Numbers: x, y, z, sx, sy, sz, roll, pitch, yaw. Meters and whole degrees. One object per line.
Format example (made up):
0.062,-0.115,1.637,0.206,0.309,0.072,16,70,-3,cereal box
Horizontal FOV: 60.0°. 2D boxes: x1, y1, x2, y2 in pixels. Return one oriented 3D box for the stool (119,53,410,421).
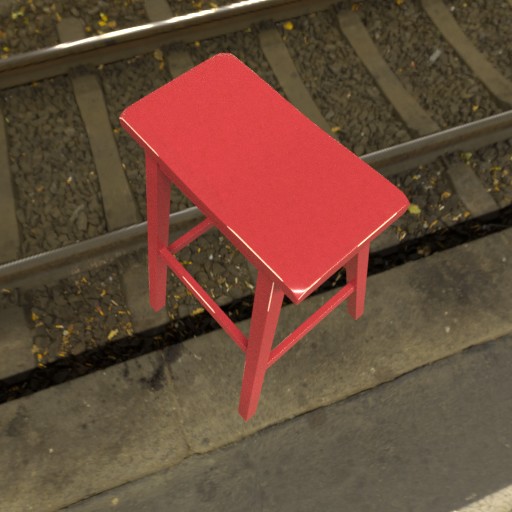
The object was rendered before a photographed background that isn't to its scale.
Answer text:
0.000,0.000,1.041,0.476,0.737,0.457,-38,70,-17,stool
